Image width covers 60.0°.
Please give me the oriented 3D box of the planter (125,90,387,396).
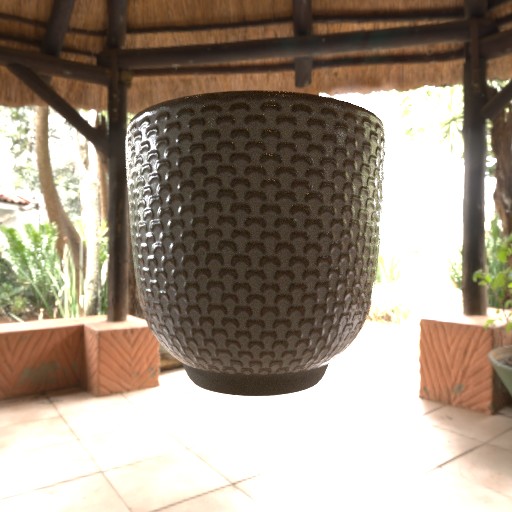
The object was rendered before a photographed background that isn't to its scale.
[{"bbox_3d":[0.000,0.000,0.349,0.197,0.191,0.197,0,0,0],"label":"planter"}]
